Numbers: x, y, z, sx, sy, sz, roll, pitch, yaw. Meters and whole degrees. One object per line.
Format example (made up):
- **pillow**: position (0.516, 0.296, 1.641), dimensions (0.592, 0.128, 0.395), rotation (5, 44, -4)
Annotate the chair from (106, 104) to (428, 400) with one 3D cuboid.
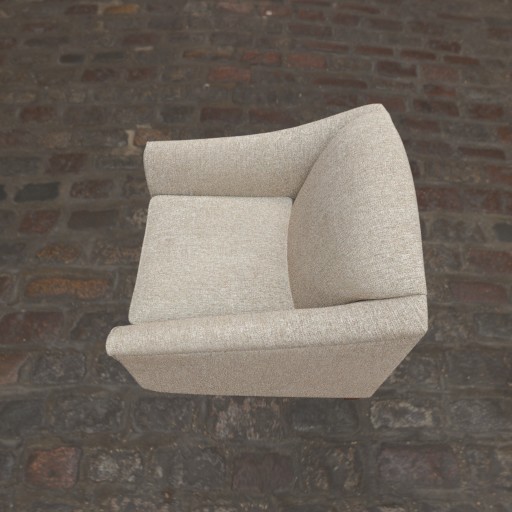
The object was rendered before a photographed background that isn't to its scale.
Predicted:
- **chair**: position (0.000, 0.000, 1.426), dimensions (0.787, 0.839, 0.763), rotation (1, 58, 0)
